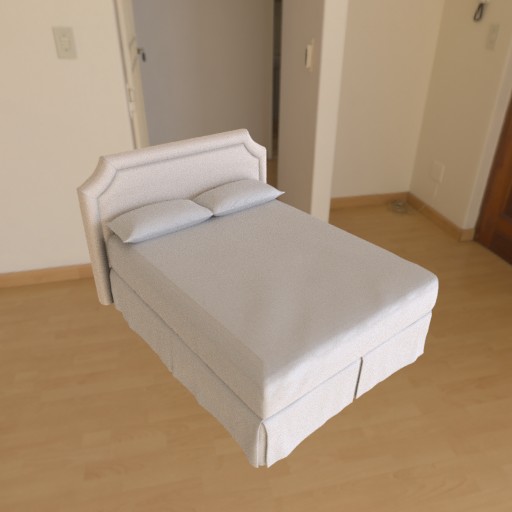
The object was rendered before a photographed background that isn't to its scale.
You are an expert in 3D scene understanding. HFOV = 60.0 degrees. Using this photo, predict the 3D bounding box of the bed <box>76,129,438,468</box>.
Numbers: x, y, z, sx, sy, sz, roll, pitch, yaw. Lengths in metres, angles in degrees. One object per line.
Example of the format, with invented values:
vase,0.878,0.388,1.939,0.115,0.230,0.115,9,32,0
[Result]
bed,0.000,0.000,3.343,1.828,1.297,2.164,-22,36,-33
